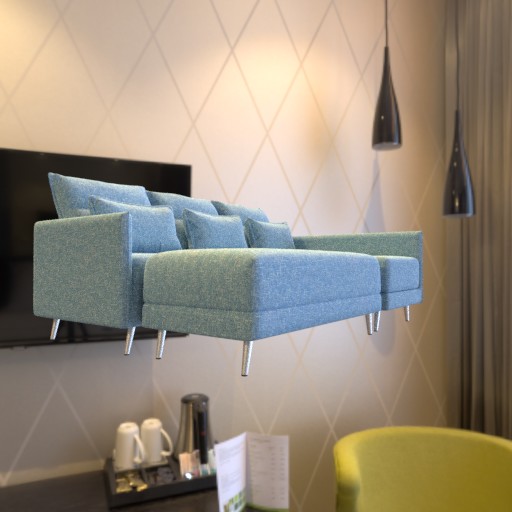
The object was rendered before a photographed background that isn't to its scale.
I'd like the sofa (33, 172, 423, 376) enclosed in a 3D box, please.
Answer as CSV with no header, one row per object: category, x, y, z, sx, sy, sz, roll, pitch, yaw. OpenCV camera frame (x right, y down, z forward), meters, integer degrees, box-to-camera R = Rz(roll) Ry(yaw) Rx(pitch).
sofa,0.000,0.000,2.720,1.420,0.899,2.034,-1,-1,37
